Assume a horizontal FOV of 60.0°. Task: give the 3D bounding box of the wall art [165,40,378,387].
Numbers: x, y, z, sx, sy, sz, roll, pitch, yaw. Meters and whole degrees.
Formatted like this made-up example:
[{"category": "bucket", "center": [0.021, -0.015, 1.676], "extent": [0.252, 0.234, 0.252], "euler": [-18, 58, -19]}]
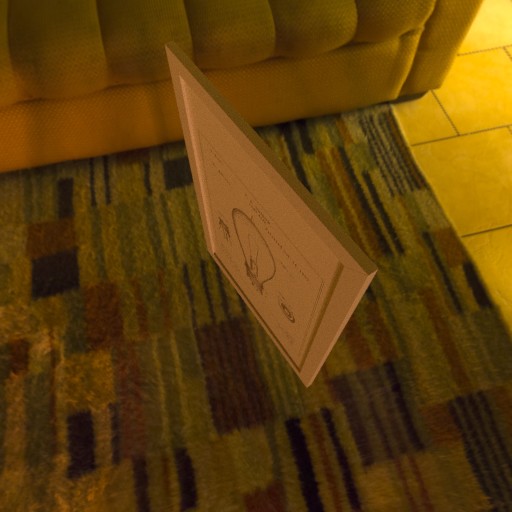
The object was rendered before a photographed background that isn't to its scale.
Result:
[{"category": "wall art", "center": [0.000, 0.000, 0.620], "extent": [0.010, 0.474, 0.325], "euler": [-32, 67, -15]}]
